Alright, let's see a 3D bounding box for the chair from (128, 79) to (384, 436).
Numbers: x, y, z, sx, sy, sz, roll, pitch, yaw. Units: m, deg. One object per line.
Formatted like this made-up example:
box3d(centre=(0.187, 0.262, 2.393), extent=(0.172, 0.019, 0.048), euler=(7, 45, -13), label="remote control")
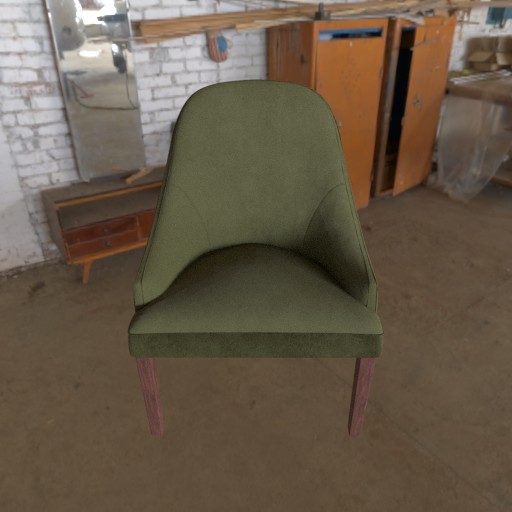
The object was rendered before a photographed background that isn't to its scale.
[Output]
box3d(centre=(0.000, 0.000, 1.292), extent=(0.643, 0.889, 0.575), euler=(0, 30, 0), label="chair")
